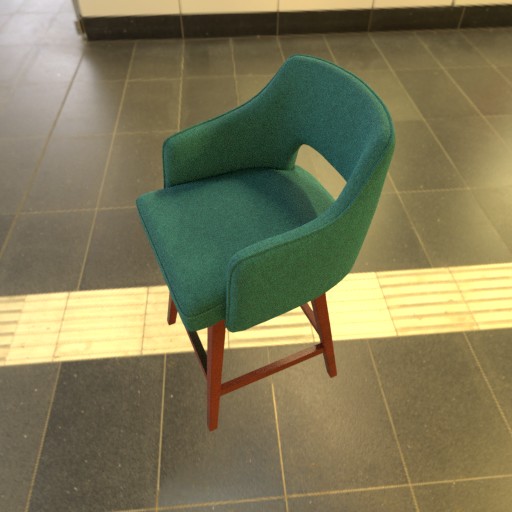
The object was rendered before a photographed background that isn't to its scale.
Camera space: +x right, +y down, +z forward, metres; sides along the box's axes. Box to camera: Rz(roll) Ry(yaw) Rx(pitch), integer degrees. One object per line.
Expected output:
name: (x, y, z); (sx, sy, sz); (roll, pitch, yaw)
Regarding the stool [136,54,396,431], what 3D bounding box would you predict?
stool: (0.000, 0.000, 1.293); (0.556, 0.961, 0.548); (-19, 50, -16)
